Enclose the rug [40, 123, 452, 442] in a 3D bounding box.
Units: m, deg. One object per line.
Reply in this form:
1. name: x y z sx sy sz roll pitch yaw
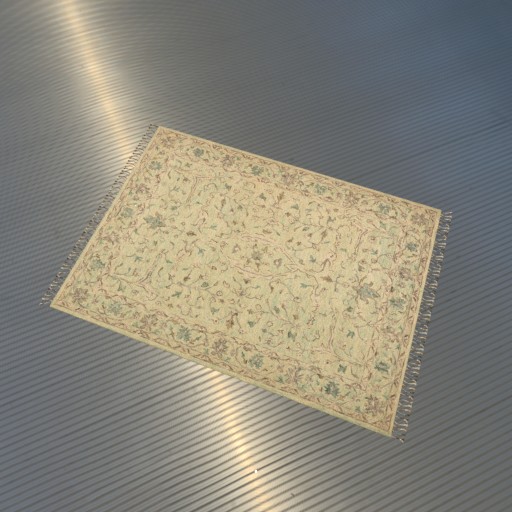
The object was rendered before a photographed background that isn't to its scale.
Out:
1. rug: 0.000 0.000 2.276 1.802 0.008 1.247 19 66 9
